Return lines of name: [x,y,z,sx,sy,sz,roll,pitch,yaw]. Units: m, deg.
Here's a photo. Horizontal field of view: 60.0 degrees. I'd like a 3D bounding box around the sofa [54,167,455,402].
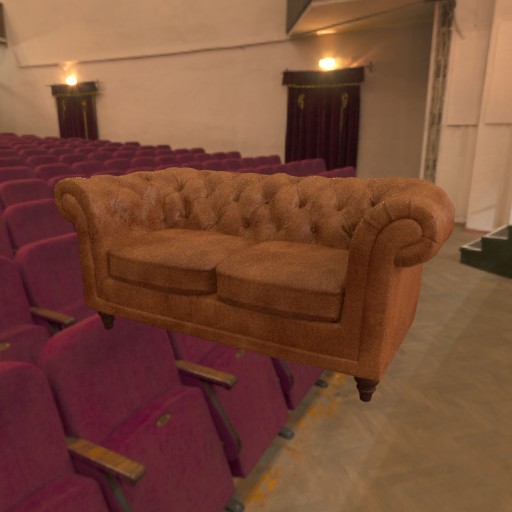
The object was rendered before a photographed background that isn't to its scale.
sofa: [0.000,0.000,2.448,1.979,0.877,1.042,8,18,27]
